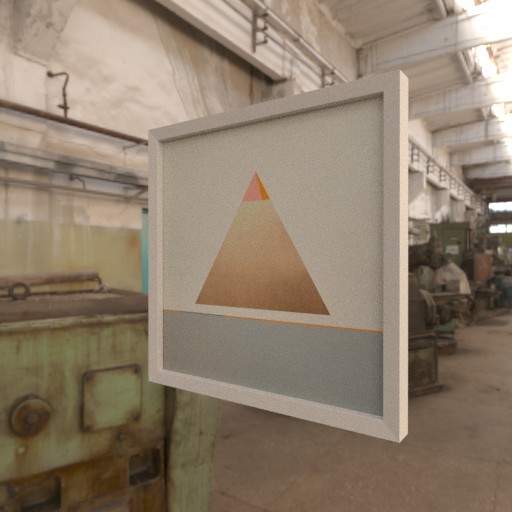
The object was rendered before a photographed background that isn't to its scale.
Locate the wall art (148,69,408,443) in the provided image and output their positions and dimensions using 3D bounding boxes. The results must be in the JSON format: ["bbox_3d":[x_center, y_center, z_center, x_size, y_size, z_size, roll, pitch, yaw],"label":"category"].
[{"bbox_3d":[0.000,0.000,1.945,1.289,1.291,0.098,0,0,35],"label":"wall art"}]
